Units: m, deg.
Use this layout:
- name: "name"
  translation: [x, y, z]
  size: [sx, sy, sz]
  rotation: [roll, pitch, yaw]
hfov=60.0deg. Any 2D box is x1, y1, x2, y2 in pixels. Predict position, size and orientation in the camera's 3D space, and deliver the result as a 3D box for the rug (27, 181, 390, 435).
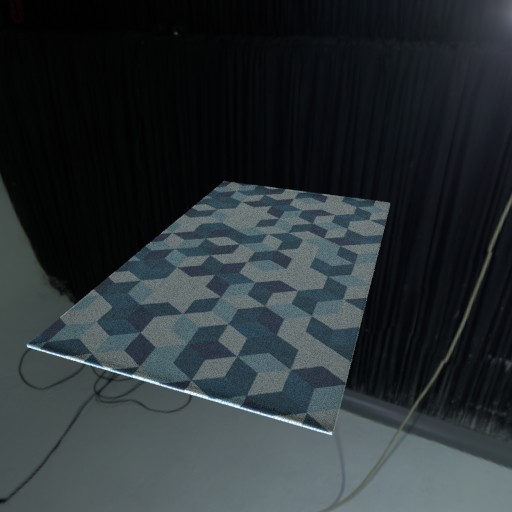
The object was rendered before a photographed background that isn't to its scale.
- name: "rug"
  translation: [0.000, 0.000, 2.948]
  size: [1.518, 0.015, 2.438]
  rotation: [10, 31, 17]
